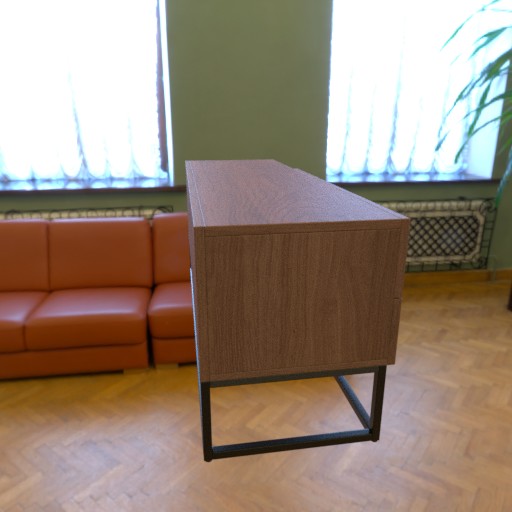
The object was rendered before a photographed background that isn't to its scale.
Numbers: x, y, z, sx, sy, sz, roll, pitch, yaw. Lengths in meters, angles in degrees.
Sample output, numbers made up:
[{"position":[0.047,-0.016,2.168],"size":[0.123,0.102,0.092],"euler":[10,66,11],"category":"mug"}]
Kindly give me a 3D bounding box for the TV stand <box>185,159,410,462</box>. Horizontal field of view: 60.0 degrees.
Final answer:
[{"position":[0.000,0.000,1.433],"size":[0.415,0.500,1.200],"euler":[-3,18,-9],"category":"TV stand"}]
